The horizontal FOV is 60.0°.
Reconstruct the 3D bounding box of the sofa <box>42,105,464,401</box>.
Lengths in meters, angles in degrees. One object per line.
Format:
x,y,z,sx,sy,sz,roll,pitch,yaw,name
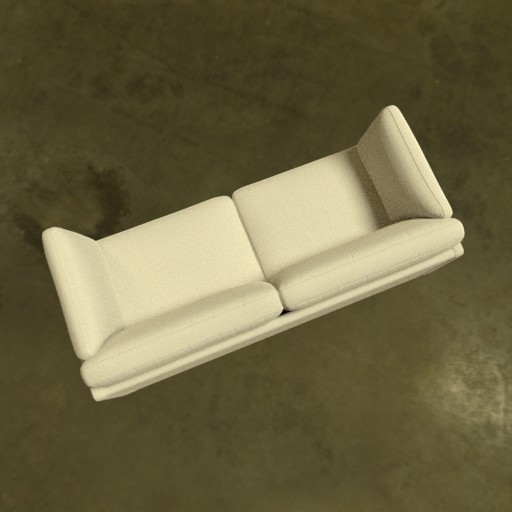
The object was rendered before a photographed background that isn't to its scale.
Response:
0.000,0.000,2.756,2.301,0.863,0.957,-21,77,-5,sofa
